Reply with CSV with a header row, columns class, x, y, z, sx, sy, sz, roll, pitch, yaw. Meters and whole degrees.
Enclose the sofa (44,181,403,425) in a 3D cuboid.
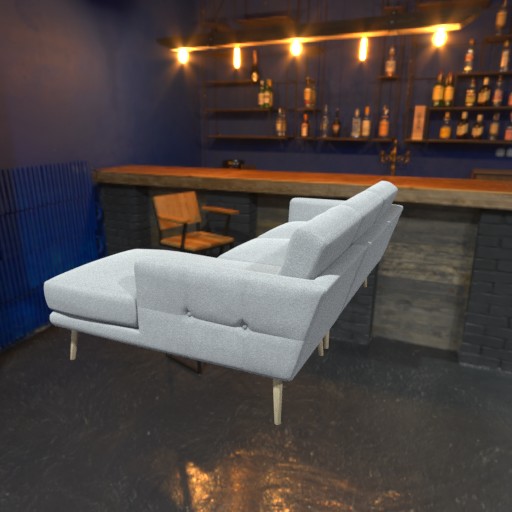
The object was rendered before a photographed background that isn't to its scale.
class,x,y,z,sx,sy,sz,roll,pitch,yaw
sofa,0.000,0.000,2.870,1.530,0.860,2.040,8,18,24
